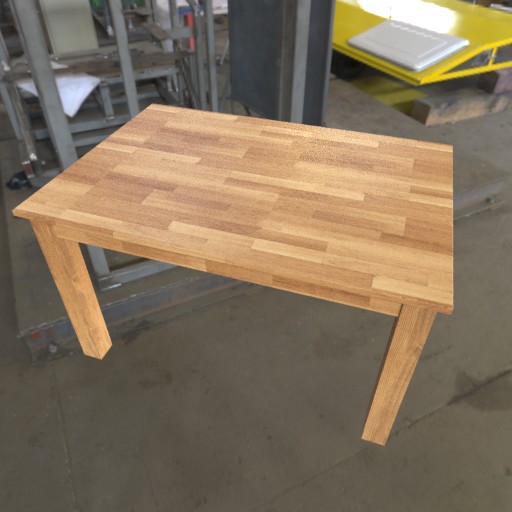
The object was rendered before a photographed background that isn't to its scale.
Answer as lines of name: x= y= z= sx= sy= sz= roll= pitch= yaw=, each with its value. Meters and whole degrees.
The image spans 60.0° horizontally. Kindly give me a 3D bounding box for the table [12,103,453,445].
table: x=0.000 y=0.000 z=1.789 sx=1.300 sy=0.750 sz=0.900 roll=12 pitch=42 yaw=14
